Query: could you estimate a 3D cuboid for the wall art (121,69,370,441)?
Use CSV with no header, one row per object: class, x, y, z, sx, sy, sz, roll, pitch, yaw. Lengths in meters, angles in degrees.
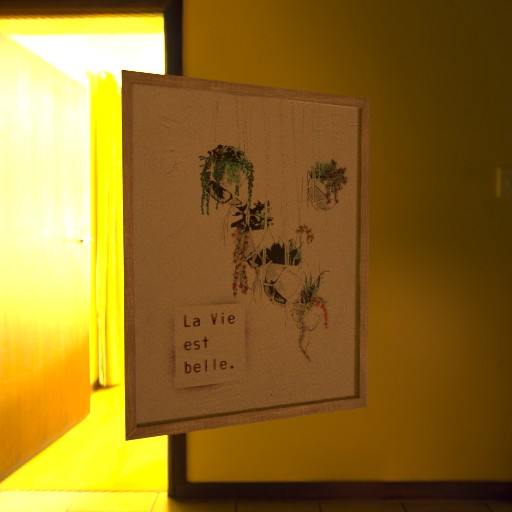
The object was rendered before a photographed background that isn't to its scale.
wall art,0.000,0.000,1.357,0.781,1.022,0.035,-1,2,-19
